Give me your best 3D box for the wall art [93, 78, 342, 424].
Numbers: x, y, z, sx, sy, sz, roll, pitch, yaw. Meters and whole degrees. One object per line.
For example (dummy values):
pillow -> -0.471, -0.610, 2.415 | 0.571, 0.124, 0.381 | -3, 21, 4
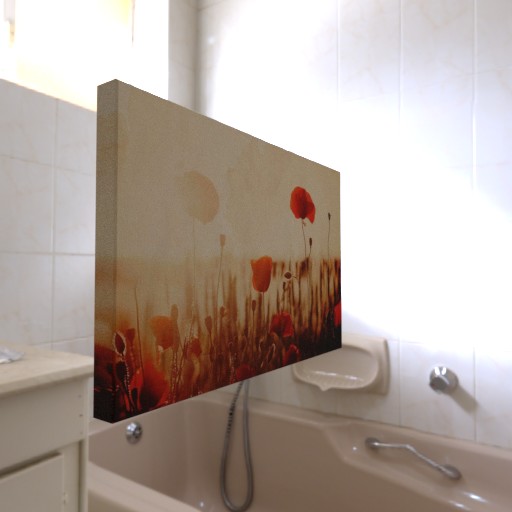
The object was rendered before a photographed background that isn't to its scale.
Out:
wall art -> 0.000, 0.000, 0.773 | 0.040, 0.402, 0.613 | -1, -2, 36
